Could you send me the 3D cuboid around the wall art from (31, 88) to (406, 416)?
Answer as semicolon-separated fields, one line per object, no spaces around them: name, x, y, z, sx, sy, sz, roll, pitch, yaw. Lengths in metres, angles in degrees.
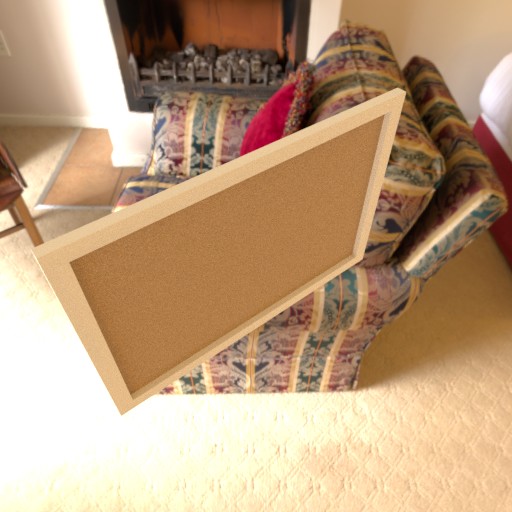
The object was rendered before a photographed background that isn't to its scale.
wall art;0.000;0.000;1.420;1.144;0.767;0.038;-29;54;-24
